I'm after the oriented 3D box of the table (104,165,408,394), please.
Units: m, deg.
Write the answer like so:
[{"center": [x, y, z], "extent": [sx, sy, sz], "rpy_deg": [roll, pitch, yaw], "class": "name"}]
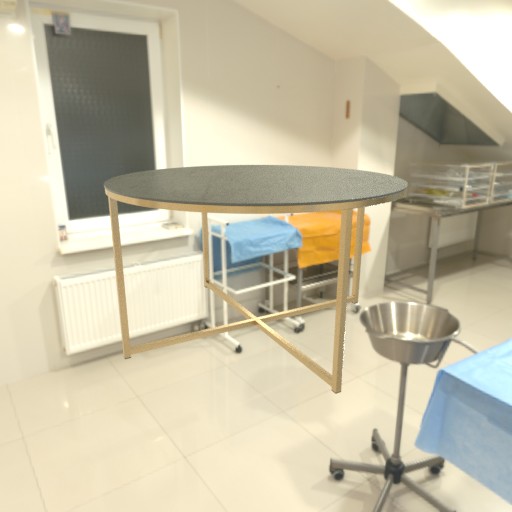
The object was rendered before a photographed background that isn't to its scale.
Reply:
[{"center": [0.000, 0.000, 1.292], "extent": [0.800, 0.450, 0.800], "rpy_deg": [0, 17, 0], "class": "table"}]
